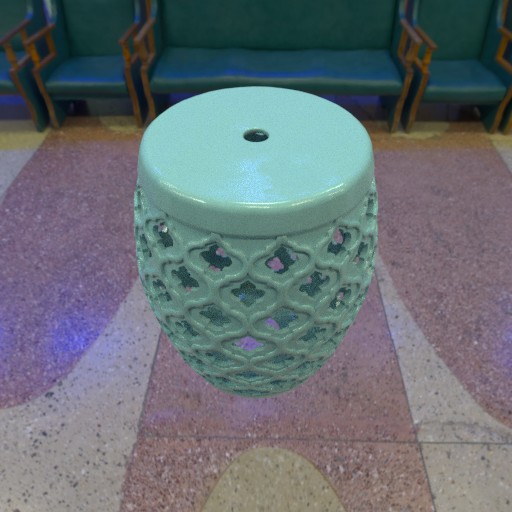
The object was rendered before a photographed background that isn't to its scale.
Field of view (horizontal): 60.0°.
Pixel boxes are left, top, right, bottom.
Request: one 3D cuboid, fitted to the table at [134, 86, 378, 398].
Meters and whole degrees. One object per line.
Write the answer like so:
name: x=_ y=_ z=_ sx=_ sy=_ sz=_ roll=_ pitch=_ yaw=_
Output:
table: x=0.000 y=0.000 z=0.636 sx=0.325 sy=0.388 sz=0.325 roll=0 pitch=45 yaw=0
